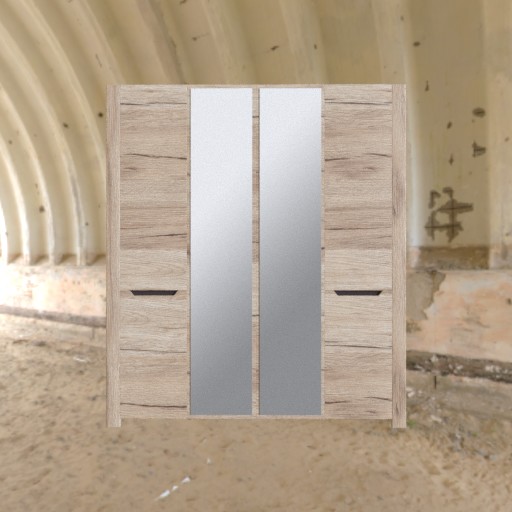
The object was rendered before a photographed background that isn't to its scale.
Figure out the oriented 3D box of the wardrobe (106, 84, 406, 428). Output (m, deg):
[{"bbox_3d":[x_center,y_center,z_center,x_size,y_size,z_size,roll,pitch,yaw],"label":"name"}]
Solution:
[{"bbox_3d":[0.000,0.000,2.957,1.810,2.070,0.580,0,0,0],"label":"wardrobe"}]
